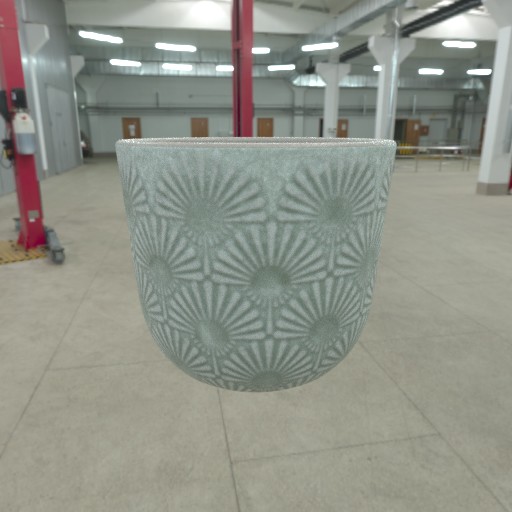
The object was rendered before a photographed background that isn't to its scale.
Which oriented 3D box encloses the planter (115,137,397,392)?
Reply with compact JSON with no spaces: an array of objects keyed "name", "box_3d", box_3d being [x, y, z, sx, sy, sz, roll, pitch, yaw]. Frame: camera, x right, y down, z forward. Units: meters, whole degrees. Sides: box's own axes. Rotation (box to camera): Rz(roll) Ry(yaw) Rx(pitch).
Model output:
[{"name":"planter","box_3d":[0.000,0.000,0.299,0.170,0.152,0.170,0,16,0]}]
